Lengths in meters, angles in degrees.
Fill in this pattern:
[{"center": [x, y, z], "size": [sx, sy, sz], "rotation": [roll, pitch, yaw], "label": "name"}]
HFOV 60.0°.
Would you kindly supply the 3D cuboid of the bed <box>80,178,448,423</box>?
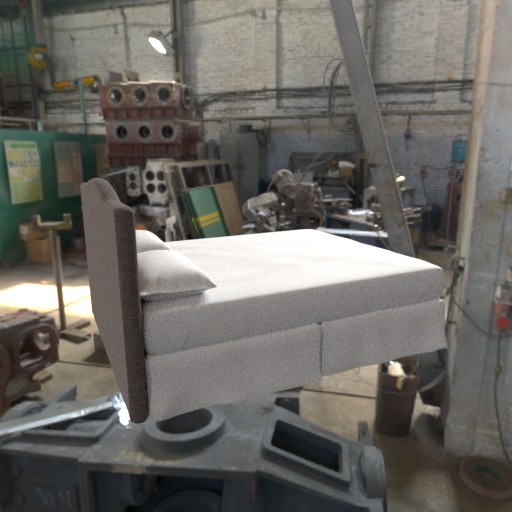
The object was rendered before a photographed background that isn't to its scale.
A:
[{"center": [0.000, 0.000, 3.992], "size": [2.689, 1.457, 2.161], "rotation": [-7, 15, -25], "label": "bed"}]
